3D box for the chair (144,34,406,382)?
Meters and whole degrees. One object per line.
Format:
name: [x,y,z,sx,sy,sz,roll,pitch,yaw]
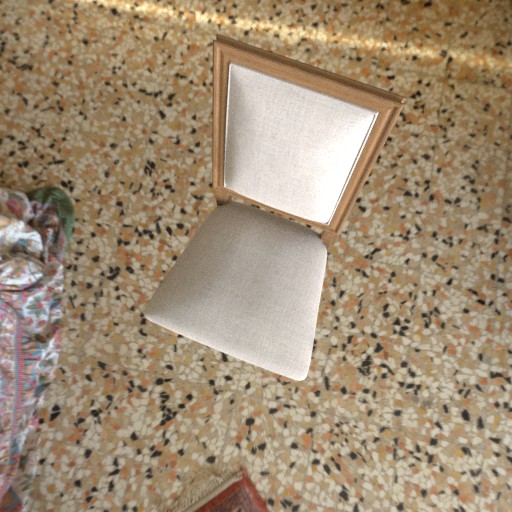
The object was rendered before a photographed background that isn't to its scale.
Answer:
chair: [0.000,0.000,1.314,0.536,0.988,0.601,21,76,5]
